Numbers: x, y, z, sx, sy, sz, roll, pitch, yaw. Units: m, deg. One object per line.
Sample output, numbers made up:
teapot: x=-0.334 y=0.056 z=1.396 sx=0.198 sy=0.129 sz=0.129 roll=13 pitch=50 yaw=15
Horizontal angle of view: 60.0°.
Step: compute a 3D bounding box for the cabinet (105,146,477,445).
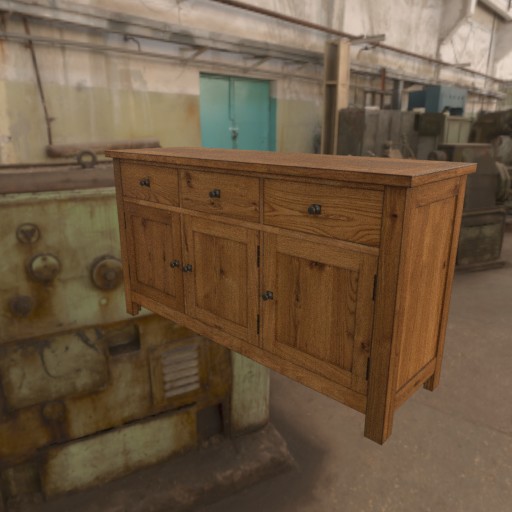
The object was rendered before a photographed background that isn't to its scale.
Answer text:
cabinet: x=0.000 y=0.000 z=1.838 sx=1.474 sy=0.813 sz=0.480 roll=15 pitch=22 yaw=41
